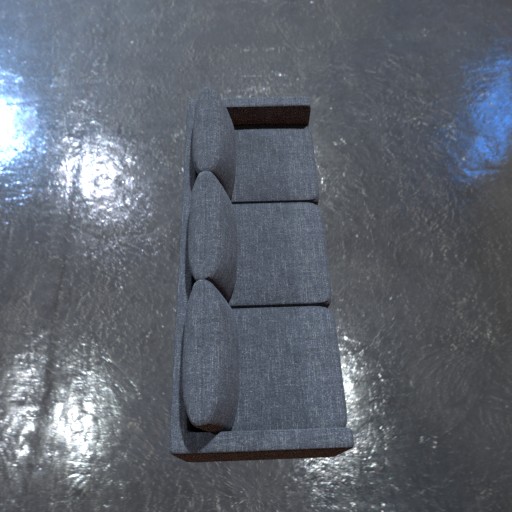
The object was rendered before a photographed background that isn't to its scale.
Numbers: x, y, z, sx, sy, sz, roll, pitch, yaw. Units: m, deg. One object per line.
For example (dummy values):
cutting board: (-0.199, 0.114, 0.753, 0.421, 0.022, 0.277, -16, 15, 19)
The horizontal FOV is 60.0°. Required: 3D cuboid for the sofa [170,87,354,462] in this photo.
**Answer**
sofa: (0.000, 0.000, 2.688, 0.859, 0.874, 2.218, -2, 62, -1)
